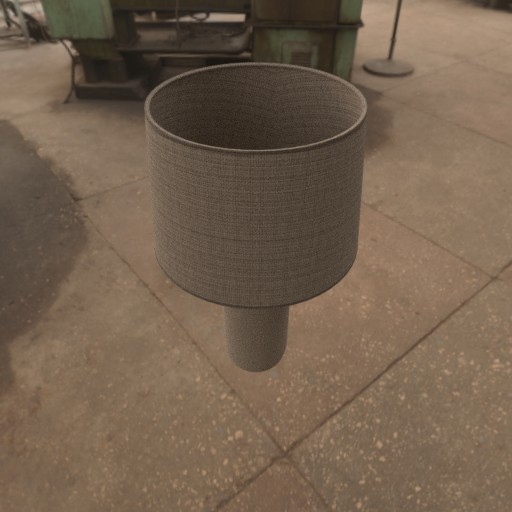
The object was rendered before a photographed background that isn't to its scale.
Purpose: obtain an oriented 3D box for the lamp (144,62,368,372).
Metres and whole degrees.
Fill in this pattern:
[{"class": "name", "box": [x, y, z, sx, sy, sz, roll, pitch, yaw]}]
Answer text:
[{"class": "lamp", "box": [0.000, 0.000, 0.845, 0.367, 0.609, 0.367, 0, 41, 0]}]
